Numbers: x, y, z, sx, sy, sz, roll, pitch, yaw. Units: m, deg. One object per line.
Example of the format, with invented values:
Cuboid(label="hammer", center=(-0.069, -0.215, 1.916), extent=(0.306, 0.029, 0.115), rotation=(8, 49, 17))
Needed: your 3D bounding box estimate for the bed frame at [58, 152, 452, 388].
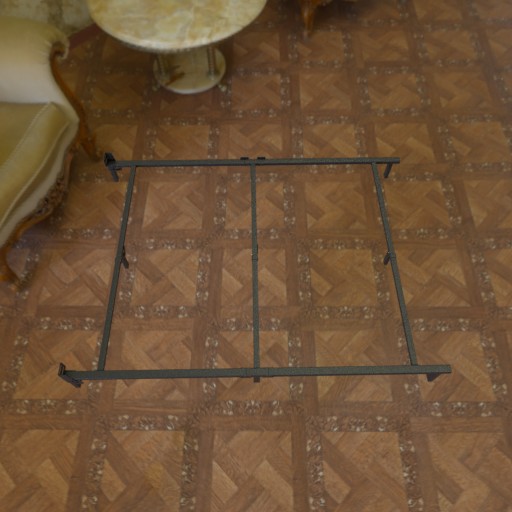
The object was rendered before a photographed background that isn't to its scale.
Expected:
Cuboid(label="bed frame", center=(0.000, 0.000, 2.689), extent=(1.990, 0.248, 1.498), rotation=(-1, 59, -1))
